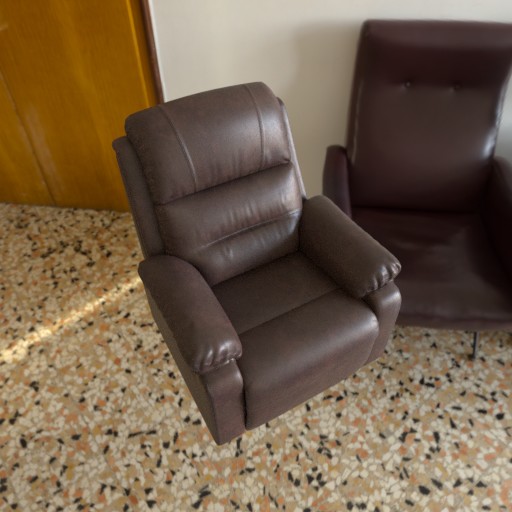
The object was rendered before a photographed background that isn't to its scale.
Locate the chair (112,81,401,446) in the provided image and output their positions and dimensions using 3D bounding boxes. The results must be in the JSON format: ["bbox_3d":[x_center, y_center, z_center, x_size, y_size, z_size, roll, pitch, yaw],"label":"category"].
[{"bbox_3d":[0.000,0.000,1.705,0.855,0.992,0.919,-22,50,-20],"label":"chair"}]
